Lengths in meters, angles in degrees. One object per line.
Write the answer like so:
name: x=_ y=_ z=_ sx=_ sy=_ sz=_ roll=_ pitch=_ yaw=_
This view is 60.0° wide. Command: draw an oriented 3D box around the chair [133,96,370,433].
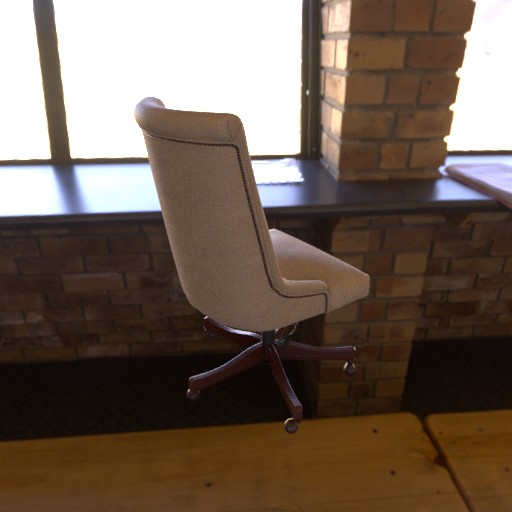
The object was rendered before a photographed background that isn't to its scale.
chair: x=0.000 y=0.000 z=1.489 sx=0.696 sy=1.010 sz=0.645 roll=-18 pitch=31 yaw=-32
